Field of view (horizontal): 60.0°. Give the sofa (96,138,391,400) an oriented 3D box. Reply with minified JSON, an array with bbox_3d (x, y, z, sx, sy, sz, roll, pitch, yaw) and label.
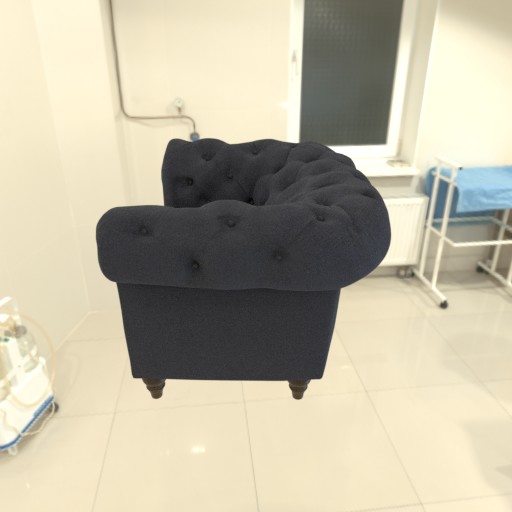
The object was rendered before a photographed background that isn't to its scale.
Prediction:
[{"bbox_3d":[0.000,0.000,2.058,1.032,0.878,1.405,0,25,0],"label":"sofa"}]
